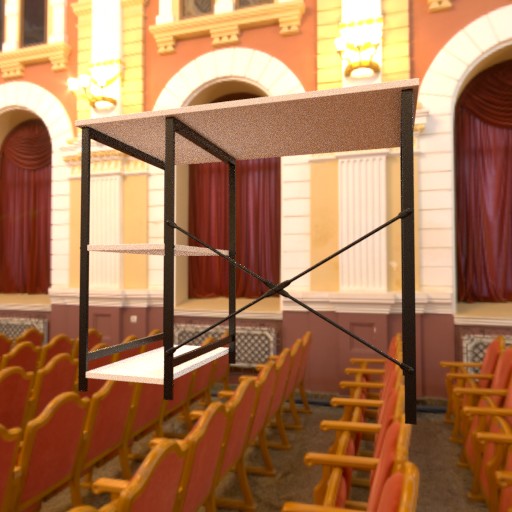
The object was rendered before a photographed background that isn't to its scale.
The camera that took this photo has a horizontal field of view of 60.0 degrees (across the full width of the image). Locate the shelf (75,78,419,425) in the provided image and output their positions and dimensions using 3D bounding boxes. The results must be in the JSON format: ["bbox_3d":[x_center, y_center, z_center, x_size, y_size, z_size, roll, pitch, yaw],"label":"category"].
[{"bbox_3d":[0.000,0.000,1.324,0.902,0.750,0.498,-1,-2,18],"label":"shelf"}]
